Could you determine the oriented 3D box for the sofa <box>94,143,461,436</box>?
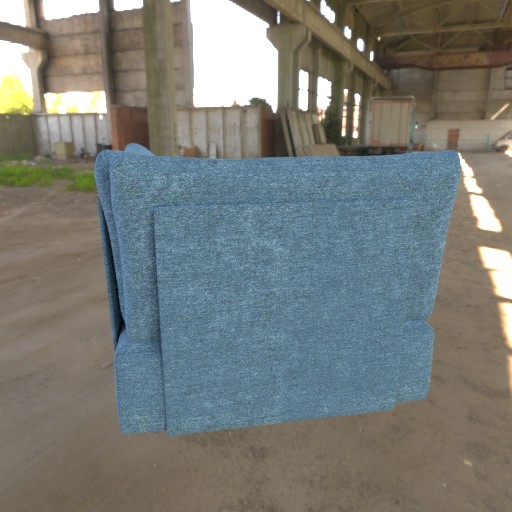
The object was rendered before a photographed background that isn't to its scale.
[{"bbox_3d":[0.000,0.000,1.683,1.000,0.820,1.000,-3,16,-10],"label":"sofa"}]
